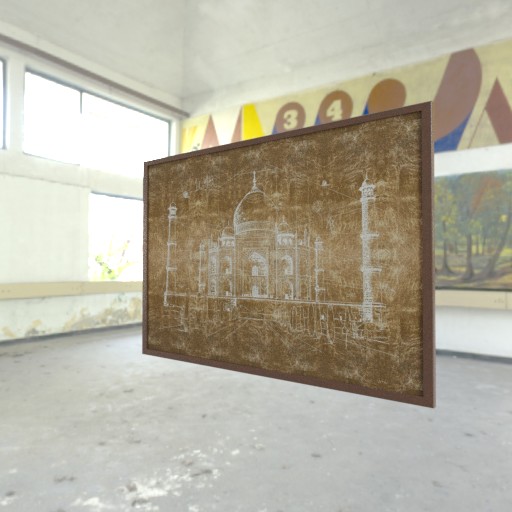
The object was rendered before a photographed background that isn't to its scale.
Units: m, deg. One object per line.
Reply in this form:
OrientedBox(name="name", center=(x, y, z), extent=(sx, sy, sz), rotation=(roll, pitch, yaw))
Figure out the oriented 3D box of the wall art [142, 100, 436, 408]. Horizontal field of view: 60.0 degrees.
OrientedBox(name="wall art", center=(0.000, 0.000, 0.856), extent=(0.660, 0.455, 0.014), rotation=(-1, -1, 37))
